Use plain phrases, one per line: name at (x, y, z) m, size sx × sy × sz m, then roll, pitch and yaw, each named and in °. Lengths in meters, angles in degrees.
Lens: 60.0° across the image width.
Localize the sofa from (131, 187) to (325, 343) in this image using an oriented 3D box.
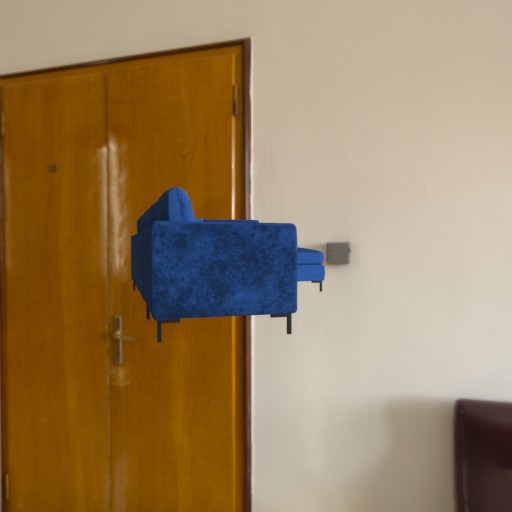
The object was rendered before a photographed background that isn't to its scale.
sofa at (0.000, 0.000, 3.286) m, size 1.707 × 0.687 × 2.486 m, roll 0°, pitch 1°, yaw -18°
